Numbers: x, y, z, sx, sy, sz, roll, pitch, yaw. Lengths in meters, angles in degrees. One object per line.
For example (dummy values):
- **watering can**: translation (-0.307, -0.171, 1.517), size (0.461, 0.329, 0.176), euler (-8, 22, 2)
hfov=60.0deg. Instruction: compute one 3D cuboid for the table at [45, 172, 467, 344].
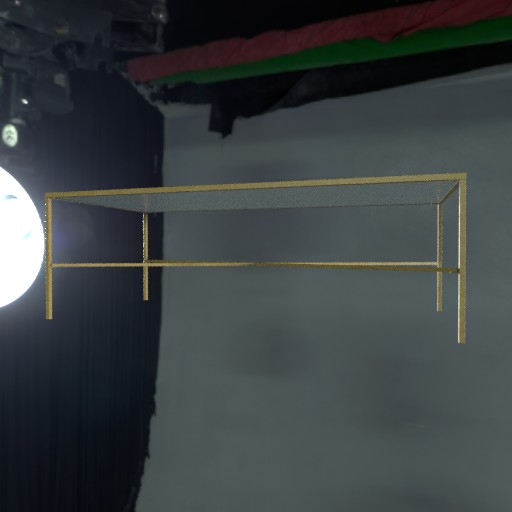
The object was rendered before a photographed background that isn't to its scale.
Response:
- **table**: translation (0.000, 0.000, 1.486), size (1.206, 0.398, 0.580), euler (0, 1, 18)
